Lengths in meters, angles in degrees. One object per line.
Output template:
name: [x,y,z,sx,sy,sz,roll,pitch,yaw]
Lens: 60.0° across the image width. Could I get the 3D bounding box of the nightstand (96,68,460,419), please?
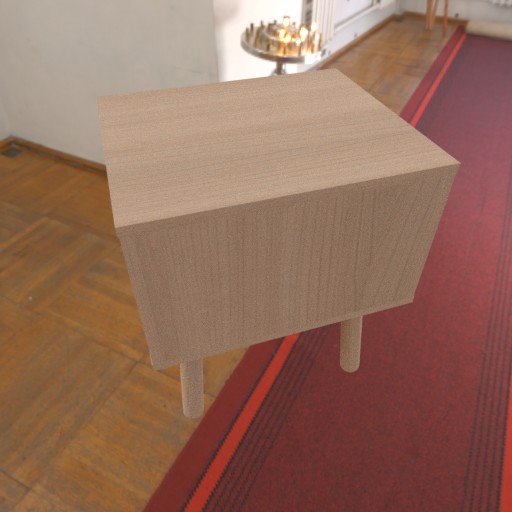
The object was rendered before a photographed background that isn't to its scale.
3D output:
nightstand: [0.000,0.000,0.850,0.450,0.530,0.380,-12,43,-13]
